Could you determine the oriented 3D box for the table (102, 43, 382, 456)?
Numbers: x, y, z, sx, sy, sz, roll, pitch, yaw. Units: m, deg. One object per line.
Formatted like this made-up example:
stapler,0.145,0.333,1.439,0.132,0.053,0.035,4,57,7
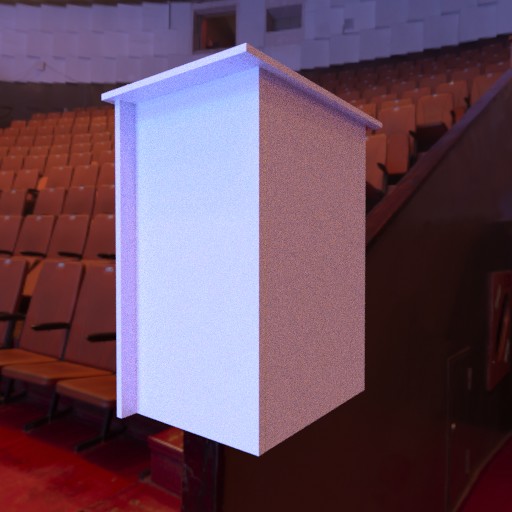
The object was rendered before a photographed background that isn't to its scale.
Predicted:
table,0.000,0.000,1.089,0.406,0.711,0.589,1,1,37
